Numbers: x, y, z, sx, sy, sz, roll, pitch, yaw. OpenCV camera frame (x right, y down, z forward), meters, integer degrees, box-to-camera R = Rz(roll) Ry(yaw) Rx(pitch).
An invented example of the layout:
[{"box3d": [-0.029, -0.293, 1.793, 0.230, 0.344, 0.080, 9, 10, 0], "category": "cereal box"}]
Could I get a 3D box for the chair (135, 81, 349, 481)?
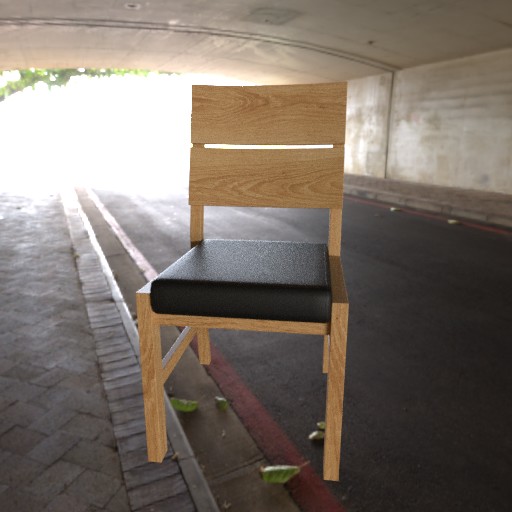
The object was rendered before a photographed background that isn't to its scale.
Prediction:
[{"box3d": [0.000, 0.000, 1.228, 0.475, 0.950, 0.569, 2, 16, 8], "category": "chair"}]
